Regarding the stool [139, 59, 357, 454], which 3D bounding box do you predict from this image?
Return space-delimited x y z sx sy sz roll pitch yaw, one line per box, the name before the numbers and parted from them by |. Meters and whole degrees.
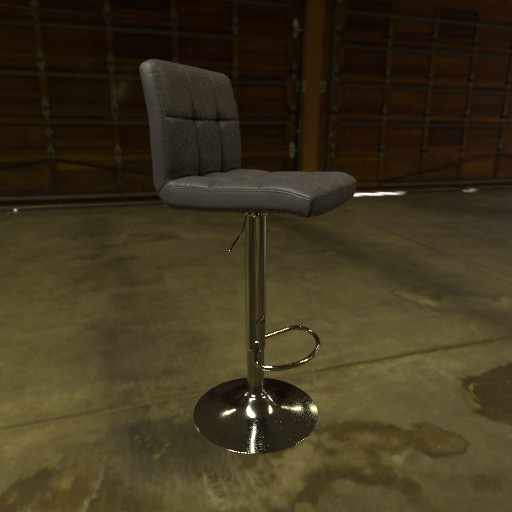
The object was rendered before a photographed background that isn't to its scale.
stool | 0.000 0.000 1.371 0.505 1.115 0.430 8 17 26
